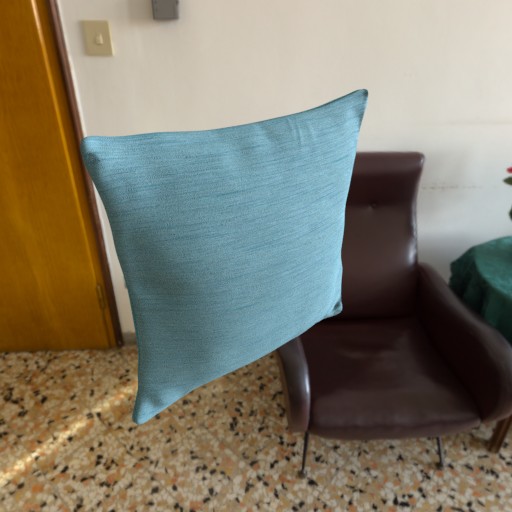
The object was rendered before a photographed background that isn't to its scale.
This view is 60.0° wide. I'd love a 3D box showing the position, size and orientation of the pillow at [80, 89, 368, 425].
[{"bbox_3d":[0.000,0.000,0.642,0.433,0.415,0.151,-22,37,-33],"label":"pillow"}]
